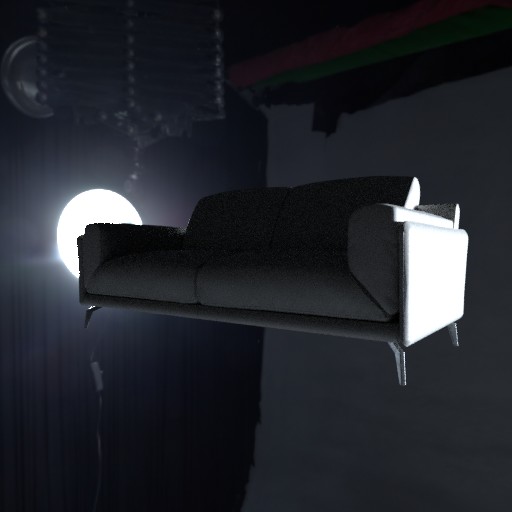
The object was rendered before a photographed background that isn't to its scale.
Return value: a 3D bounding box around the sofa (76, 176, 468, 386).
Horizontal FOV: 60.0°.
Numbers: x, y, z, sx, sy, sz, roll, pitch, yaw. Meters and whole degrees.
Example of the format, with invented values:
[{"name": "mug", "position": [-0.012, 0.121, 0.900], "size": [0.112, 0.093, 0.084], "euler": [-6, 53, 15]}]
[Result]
[{"name": "sofa", "position": [0.000, 0.000, 2.592], "size": [2.101, 0.930, 1.049], "euler": [0, 1, 36]}]
